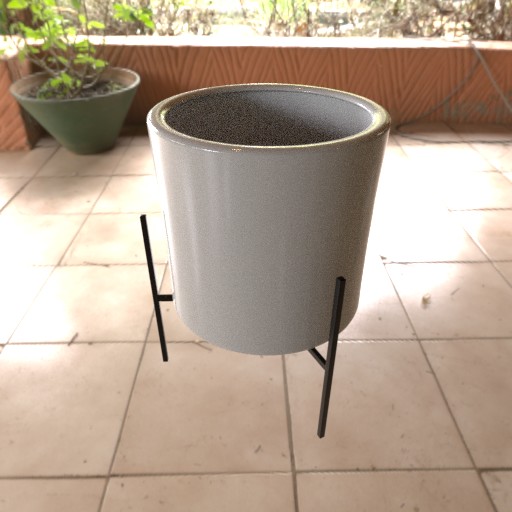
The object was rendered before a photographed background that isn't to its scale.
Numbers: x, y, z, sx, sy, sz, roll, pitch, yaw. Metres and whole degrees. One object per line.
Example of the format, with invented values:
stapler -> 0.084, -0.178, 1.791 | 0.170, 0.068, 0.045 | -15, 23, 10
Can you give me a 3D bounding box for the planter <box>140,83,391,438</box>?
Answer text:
planter -> 0.000, 0.000, 0.737 | 0.361, 0.480, 0.360 | -1, 33, -2
